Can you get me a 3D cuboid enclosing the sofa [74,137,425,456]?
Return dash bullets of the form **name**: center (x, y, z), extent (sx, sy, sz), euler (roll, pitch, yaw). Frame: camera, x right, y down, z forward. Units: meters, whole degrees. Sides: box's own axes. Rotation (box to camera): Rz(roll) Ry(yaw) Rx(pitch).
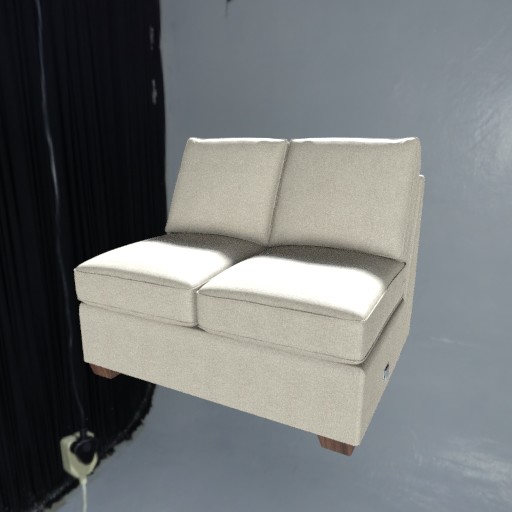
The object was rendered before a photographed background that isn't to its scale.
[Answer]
- **sofa**: center (0.000, 0.000, 1.941), extent (1.232, 1.006, 0.978), euler (8, 17, 26)
